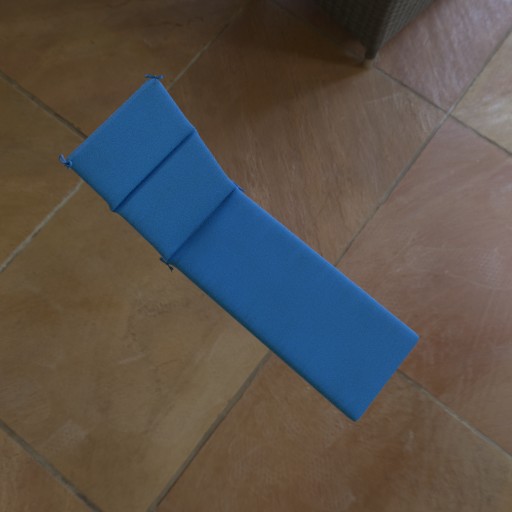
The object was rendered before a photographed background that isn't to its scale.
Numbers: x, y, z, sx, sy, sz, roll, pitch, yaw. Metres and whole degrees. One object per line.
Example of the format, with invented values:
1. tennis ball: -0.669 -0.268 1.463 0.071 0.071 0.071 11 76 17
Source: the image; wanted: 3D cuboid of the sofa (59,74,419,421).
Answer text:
1. sofa: 0.000 0.000 1.979 1.663 0.622 0.582 40 80 9
